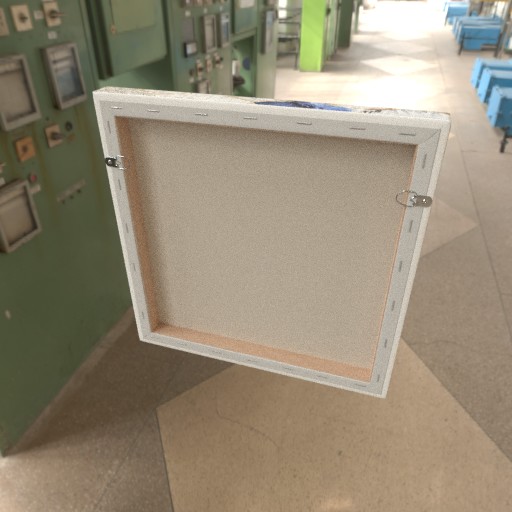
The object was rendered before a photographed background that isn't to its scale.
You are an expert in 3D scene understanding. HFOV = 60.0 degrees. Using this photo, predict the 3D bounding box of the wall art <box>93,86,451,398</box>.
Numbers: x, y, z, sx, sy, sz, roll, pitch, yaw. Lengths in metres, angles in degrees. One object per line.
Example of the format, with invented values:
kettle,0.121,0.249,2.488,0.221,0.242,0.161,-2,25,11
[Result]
wall art,0.000,0.000,0.748,0.507,0.508,0.038,10,34,15
